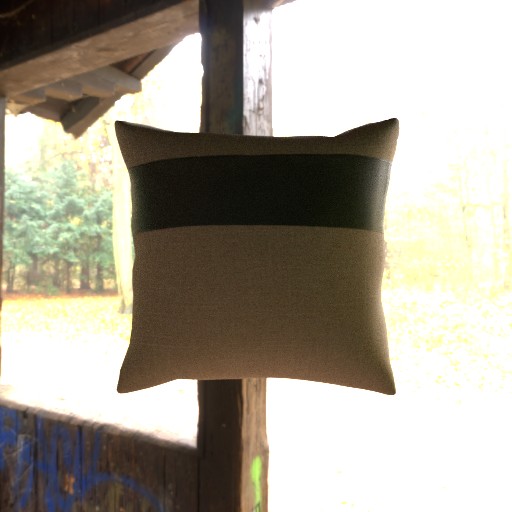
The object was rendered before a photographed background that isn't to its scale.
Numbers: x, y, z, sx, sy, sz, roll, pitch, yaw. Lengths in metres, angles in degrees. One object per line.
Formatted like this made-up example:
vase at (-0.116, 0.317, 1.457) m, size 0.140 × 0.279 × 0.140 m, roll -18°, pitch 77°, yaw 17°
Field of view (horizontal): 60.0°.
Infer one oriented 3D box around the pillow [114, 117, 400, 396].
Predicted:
pillow at (0.000, 0.000, 0.641) m, size 0.414 × 0.399 × 0.173 m, roll 0°, pitch -1°, yaw 1°
